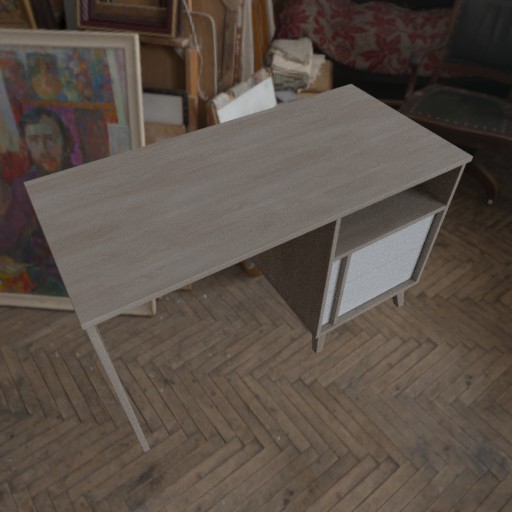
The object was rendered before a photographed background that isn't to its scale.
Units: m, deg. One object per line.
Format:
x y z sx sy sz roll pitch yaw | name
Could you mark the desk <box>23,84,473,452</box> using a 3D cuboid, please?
0.000 0.000 1.638 1.251 0.770 0.600 -24 50 -21 | desk
